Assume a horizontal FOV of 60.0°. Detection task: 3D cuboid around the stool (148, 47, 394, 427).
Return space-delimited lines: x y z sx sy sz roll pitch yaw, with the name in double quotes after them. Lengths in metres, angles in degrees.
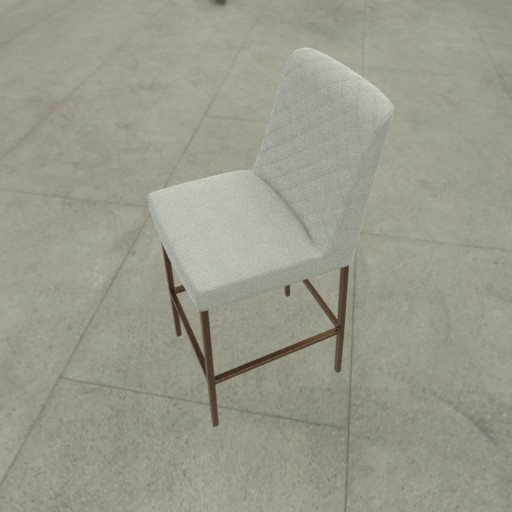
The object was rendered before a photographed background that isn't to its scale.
0.000 0.000 1.396 0.546 1.084 0.462 -18 48 -17 "stool"
